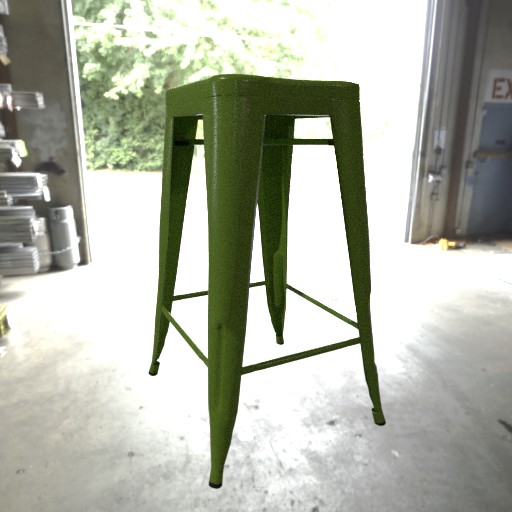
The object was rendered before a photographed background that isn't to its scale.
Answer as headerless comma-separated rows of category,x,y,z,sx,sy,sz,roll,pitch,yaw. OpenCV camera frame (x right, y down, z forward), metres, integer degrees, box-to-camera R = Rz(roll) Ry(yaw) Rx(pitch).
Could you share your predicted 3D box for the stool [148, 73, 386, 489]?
stool,0.000,0.000,0.846,0.358,0.609,0.398,-8,17,-26
